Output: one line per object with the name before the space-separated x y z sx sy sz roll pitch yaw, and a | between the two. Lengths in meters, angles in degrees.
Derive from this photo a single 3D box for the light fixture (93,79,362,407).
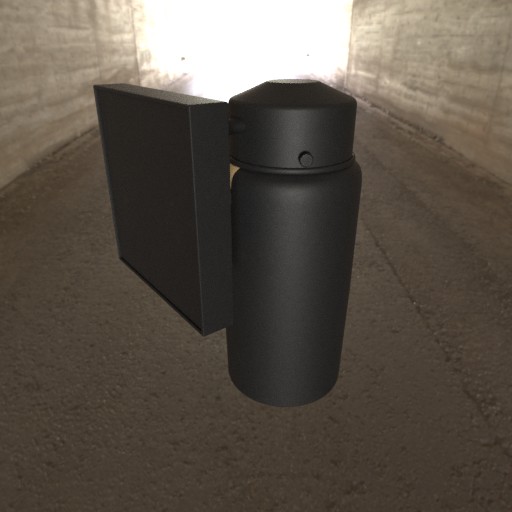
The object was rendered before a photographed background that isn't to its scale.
light fixture | 0.000 0.000 0.353 0.176 0.257 0.130 -18 31 -33
